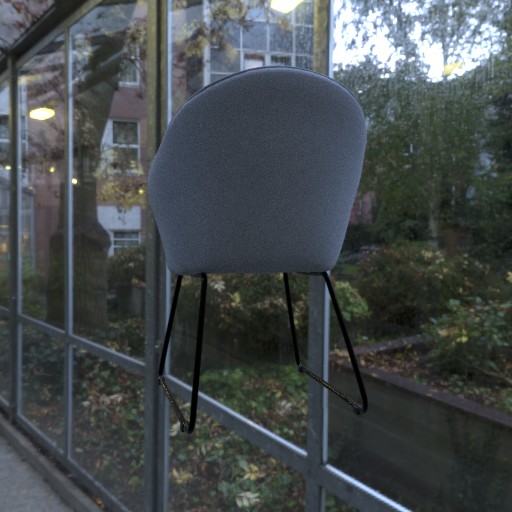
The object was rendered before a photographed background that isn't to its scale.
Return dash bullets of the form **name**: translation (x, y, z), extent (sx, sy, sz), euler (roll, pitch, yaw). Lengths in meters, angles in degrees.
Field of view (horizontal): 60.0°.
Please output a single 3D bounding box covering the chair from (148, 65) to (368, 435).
- **chair**: translation (0.000, 0.000, 1.227), extent (0.570, 0.817, 0.592), euler (0, 2, -17)
